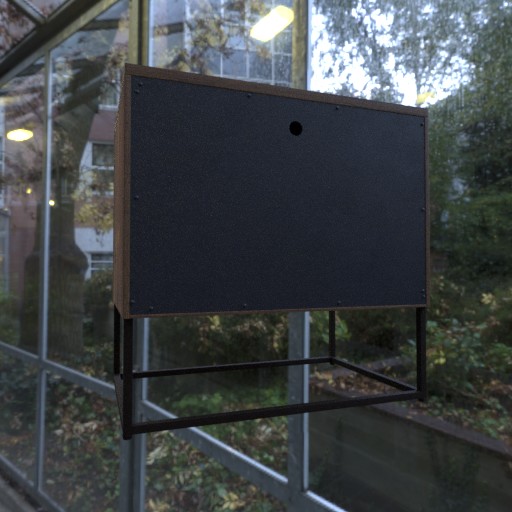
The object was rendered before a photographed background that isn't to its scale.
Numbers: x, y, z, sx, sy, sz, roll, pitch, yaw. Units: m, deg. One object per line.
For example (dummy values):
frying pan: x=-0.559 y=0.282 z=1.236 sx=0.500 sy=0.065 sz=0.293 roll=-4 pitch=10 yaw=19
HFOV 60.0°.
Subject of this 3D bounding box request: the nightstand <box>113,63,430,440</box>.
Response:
nightstand: x=0.000 y=0.000 z=1.016 sx=0.610 sy=0.610 sz=0.437 roll=1 pitch=-1 yaw=-20
